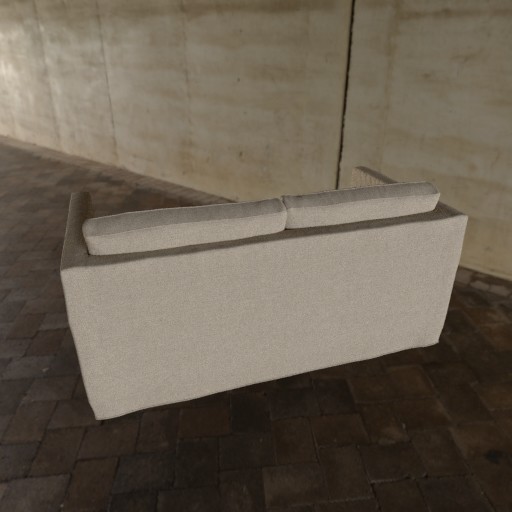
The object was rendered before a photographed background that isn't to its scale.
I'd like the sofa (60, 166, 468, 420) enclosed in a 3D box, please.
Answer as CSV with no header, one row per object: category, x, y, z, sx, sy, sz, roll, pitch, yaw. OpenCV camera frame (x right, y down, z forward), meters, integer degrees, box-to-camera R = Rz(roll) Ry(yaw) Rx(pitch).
sofa,0.000,0.000,2.288,1.766,0.828,0.956,-8,27,-16
